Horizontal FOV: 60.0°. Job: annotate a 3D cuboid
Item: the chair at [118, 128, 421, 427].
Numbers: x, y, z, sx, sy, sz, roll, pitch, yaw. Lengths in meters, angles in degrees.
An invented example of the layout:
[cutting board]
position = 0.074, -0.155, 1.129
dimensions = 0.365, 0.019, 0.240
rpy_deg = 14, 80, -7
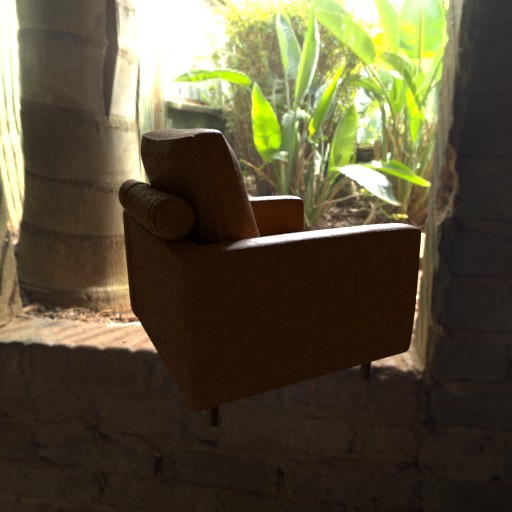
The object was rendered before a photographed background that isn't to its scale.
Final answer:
[chair]
position = 0.000, 0.000, 1.622
dimensions = 0.868, 0.896, 0.831
rpy_deg = -8, 18, -25
